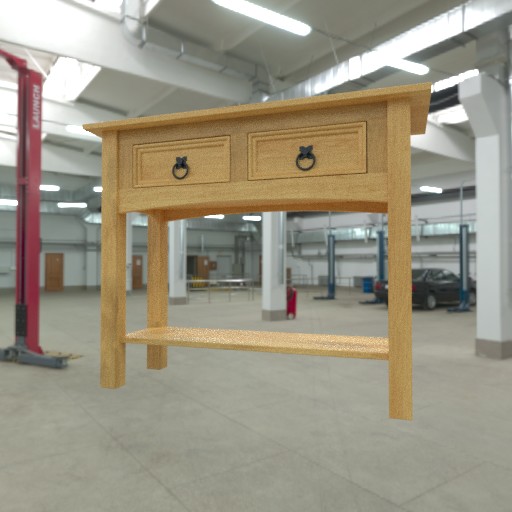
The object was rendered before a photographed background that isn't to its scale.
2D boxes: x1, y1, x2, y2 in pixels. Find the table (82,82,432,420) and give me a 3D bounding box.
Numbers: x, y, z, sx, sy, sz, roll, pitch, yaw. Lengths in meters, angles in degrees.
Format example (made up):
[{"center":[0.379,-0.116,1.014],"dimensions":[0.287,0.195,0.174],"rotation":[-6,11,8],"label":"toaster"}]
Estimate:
[{"center":[0.000,0.000,1.235],"dimensions":[0.900,0.728,0.340],"rotation":[0,-1,19],"label":"table"}]
